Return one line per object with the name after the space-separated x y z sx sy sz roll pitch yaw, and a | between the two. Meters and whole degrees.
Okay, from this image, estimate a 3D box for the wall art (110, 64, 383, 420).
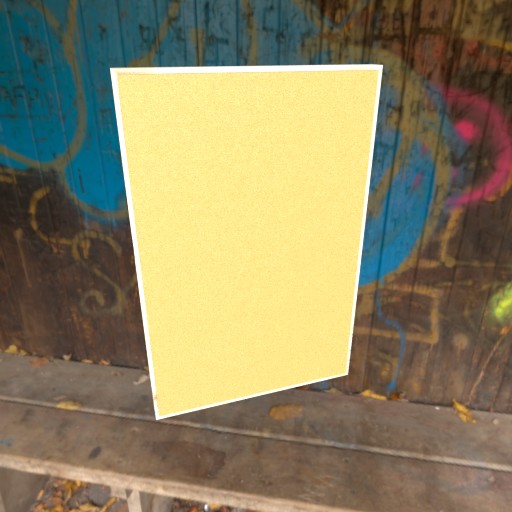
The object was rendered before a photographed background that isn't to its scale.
0.000 0.000 0.971 0.508 0.764 0.038 -8 27 -16 | wall art
